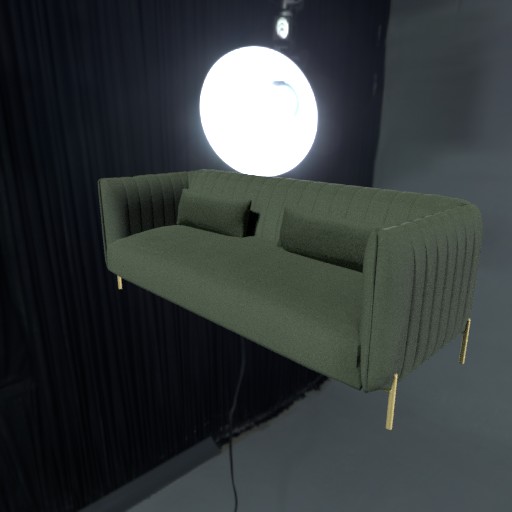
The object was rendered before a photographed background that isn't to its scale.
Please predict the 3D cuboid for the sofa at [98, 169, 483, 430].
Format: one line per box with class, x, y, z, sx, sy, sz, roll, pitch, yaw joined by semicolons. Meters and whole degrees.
sofa;0.000;0.000;2.506;0.896;0.793;2.137;-16;23;-42
